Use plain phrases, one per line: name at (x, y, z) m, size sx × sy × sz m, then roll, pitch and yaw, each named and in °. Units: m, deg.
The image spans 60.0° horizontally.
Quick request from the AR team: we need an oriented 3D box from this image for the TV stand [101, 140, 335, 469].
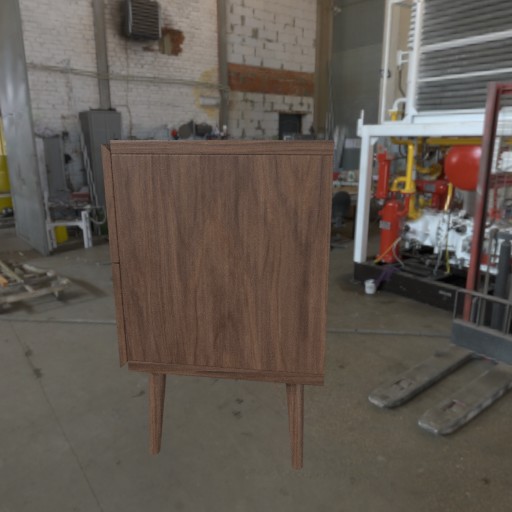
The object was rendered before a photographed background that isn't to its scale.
TV stand at (0.000, 0.000, 1.306) m, size 0.405 × 0.660 × 0.990 m, roll 2°, pitch 15°, yaw 8°
